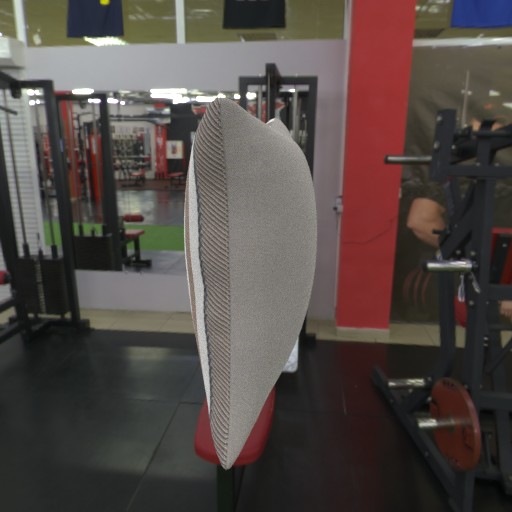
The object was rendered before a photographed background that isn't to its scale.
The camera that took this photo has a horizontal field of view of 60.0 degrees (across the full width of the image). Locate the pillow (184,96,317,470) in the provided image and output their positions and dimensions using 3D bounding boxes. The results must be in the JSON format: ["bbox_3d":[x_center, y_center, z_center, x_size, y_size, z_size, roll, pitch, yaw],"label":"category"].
[{"bbox_3d":[0.000,0.000,0.641,0.173,0.401,0.416,2,15,9],"label":"pillow"}]
